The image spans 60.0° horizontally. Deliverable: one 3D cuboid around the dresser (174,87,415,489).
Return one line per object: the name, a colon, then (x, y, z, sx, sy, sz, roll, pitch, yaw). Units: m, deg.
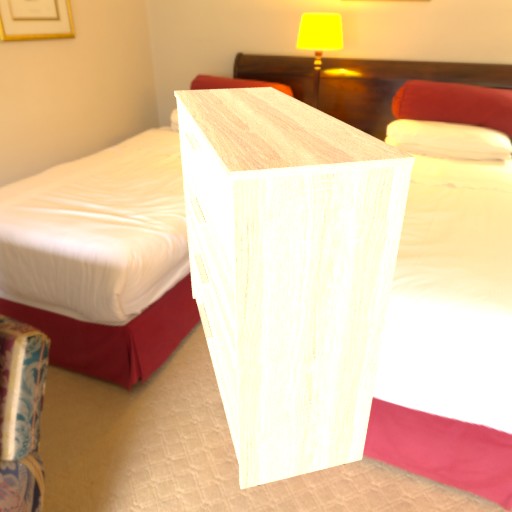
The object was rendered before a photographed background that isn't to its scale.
dresser: (0.000, 0.000, 1.449, 0.380, 0.900, 0.980, -7, 29, -13)
